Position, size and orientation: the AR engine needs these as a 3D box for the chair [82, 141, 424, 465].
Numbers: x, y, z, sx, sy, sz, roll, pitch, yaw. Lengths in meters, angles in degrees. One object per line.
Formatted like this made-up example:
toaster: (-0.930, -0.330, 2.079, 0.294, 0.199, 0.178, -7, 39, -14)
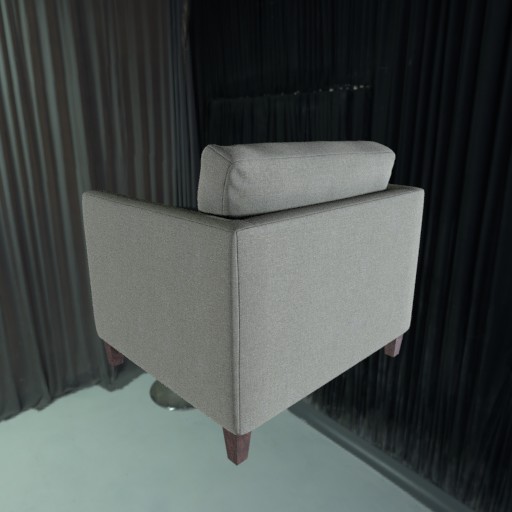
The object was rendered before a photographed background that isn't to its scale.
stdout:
chair: (0.000, 0.000, 1.880, 1.107, 0.963, 0.959, -16, 23, -42)
